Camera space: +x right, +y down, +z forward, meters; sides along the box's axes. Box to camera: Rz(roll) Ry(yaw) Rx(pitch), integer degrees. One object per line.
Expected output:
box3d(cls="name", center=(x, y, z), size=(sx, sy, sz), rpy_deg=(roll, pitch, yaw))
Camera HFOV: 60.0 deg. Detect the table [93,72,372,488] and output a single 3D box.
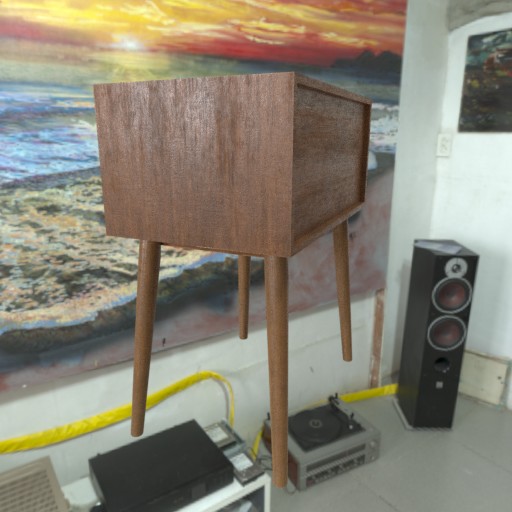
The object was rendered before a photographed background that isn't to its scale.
box3d(cls="table", center=(0.000, 0.000, 0.838), size=(0.307, 0.580, 0.454), rpy_deg=(7, 17, 24))
